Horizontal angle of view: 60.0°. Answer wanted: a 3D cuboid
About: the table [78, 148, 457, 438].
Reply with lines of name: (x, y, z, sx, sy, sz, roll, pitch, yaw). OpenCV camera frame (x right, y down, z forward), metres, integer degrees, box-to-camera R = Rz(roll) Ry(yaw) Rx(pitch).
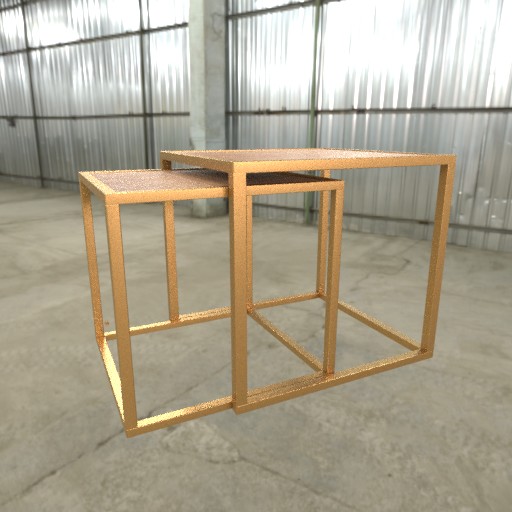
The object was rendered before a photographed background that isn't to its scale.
table: (0.000, 0.000, 1.119, 0.762, 0.505, 0.505, -8, 17, -25)
